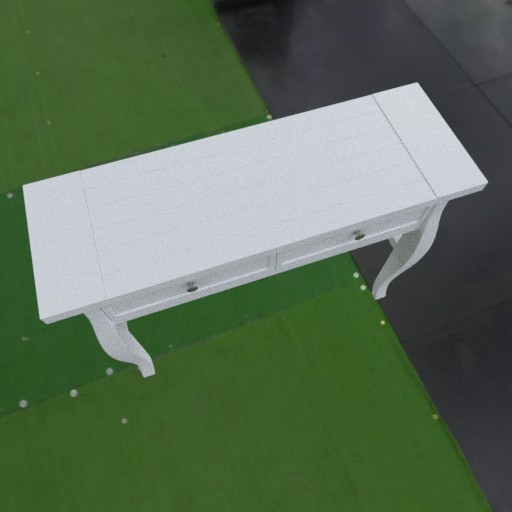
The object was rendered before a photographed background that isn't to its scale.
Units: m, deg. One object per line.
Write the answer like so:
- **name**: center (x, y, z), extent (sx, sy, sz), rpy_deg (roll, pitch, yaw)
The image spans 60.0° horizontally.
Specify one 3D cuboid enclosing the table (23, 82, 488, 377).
- **table**: center (0.000, 0.000, 1.408), extent (1.062, 0.768, 0.373), rpy_deg (-17, 64, -8)
